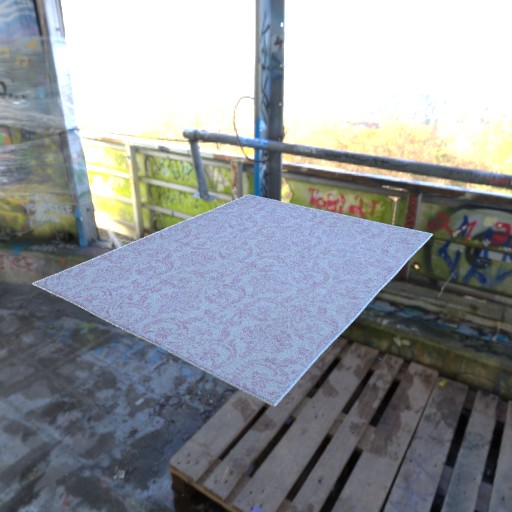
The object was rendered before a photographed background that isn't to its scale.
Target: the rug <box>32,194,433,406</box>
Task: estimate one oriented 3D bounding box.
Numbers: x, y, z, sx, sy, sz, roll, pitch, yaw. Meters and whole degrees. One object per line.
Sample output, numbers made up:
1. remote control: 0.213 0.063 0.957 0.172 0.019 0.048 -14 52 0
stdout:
1. rug: 0.000 0.000 4.087 2.363 0.012 2.980 17 30 32
